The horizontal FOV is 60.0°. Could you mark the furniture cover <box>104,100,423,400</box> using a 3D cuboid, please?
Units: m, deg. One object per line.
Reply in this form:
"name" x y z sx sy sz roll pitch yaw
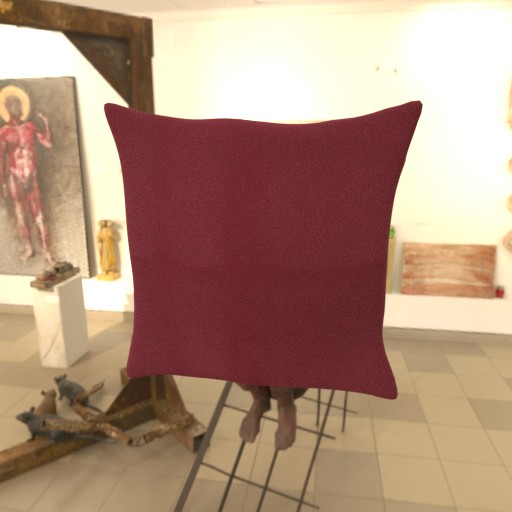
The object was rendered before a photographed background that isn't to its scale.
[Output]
"furniture cover" 0.000 0.000 0.773 0.514 0.513 0.163 2 15 8
